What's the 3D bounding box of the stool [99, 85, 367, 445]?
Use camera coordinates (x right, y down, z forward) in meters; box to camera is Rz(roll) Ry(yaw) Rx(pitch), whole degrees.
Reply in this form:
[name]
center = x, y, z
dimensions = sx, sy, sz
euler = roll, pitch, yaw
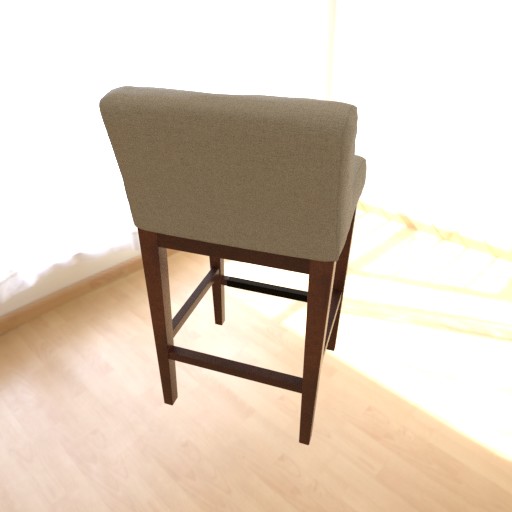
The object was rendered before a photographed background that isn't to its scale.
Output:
[stool]
center = 0.000, 0.000, 1.231
dimensions = 0.511, 0.937, 0.500
euler = 10, 33, 16
